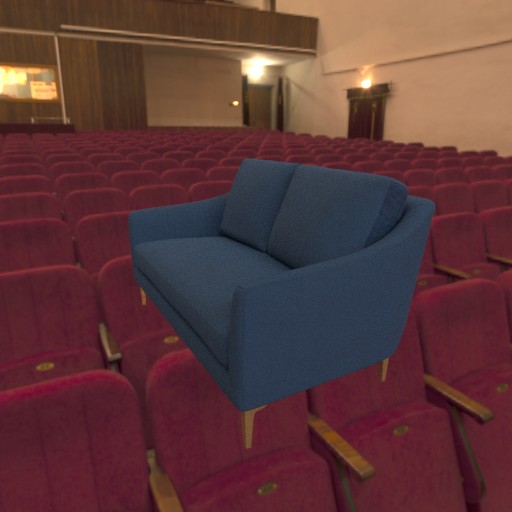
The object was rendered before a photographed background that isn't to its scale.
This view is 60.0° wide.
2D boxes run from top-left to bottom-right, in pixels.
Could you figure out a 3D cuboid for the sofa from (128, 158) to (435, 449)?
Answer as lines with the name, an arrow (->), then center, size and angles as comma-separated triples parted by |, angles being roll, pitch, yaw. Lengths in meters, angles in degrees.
sofa -> 0.000, 0.000, 2.248 | 0.960, 0.902, 1.619 | -8, 17, -26
